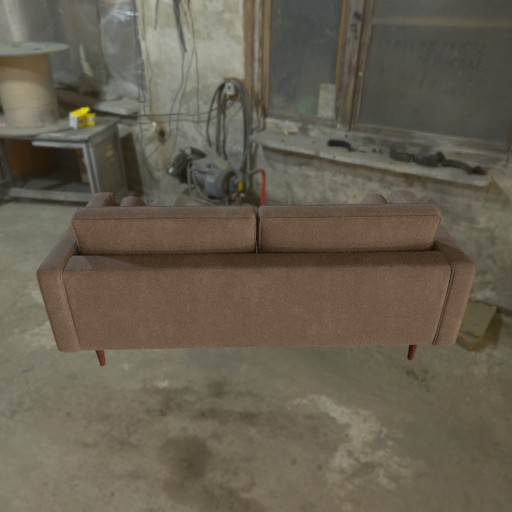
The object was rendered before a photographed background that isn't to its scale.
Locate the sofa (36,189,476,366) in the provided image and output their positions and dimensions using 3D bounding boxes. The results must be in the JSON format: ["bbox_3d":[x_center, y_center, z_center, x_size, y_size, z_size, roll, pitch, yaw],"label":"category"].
[{"bbox_3d":[0.000,0.000,2.319,1.883,0.769,0.920,-1,30,-1],"label":"sofa"}]
